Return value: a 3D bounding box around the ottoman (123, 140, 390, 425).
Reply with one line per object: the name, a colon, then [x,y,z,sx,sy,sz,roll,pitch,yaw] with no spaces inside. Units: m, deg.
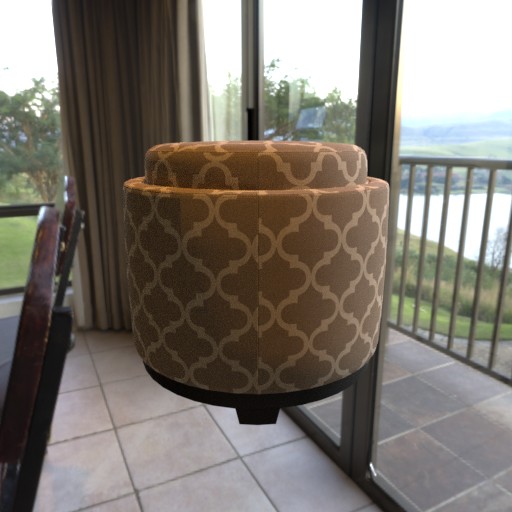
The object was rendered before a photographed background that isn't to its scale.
ottoman: [0.000,0.000,0.853,0.480,0.429,0.480,0,14,0]
